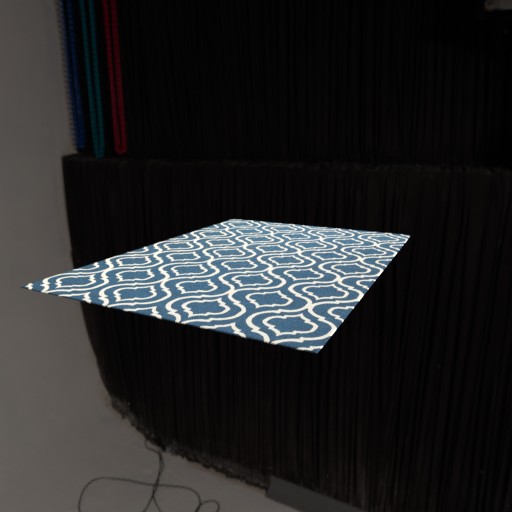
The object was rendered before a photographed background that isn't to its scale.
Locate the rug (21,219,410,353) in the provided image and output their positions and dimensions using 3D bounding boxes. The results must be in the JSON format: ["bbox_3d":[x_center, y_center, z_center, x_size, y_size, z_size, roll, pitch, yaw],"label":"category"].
[{"bbox_3d":[0.000,0.000,4.377,2.438,0.010,3.353,7,17,26],"label":"rug"}]
